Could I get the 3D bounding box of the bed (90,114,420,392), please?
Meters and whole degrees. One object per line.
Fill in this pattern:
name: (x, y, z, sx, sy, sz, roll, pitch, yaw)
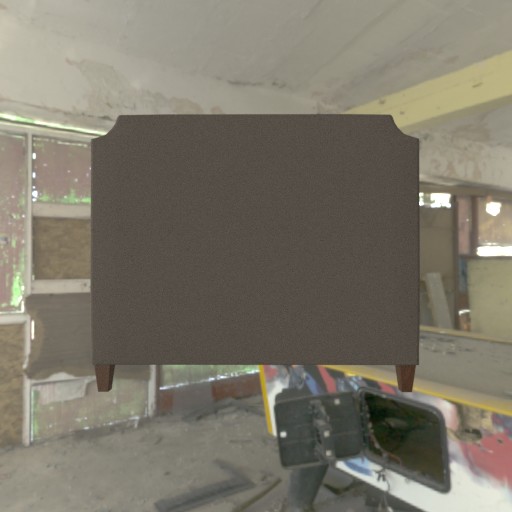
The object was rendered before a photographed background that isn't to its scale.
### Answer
bed: (0.000, 0.000, 3.433, 1.713, 1.443, 2.372, 0, -1, 0)
